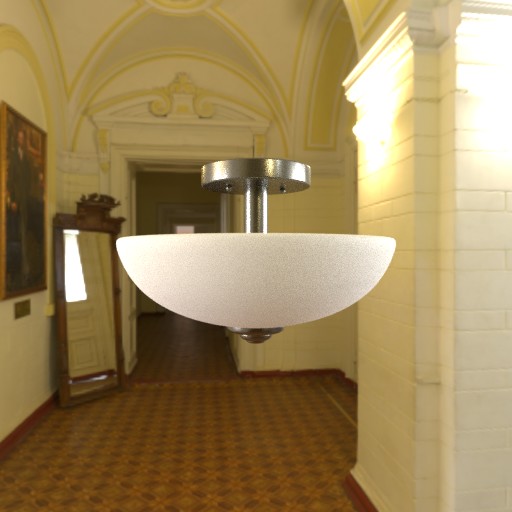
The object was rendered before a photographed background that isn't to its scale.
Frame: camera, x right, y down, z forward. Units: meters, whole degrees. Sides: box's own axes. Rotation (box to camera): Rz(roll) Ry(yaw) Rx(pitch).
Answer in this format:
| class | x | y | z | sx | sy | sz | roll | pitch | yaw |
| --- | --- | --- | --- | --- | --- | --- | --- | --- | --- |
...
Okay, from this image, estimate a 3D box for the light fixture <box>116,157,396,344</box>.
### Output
| class | x | y | z | sx | sy | sz | roll | pitch | yaw |
| --- | --- | --- | --- | --- | --- | --- | --- | --- | --- |
| light fixture | 0.000 | 0.000 | 0.548 | 0.330 | 0.214 | 0.330 | 0 | 0 | 0 |
